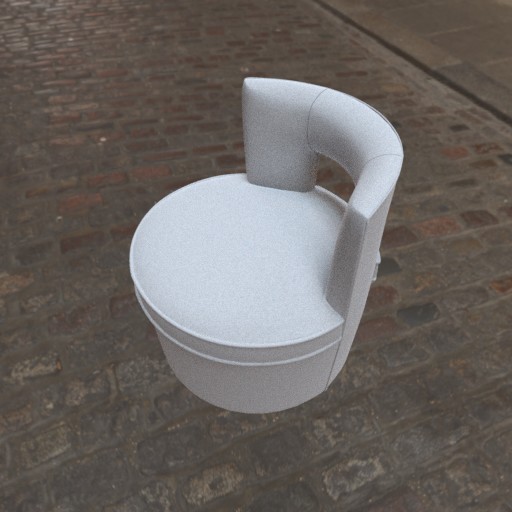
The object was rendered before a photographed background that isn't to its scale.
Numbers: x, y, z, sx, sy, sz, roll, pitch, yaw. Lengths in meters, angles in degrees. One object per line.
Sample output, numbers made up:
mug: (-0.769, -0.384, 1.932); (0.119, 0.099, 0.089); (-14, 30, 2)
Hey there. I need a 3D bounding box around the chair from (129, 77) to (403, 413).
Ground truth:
chair: (0.000, 0.000, 1.214); (0.665, 0.723, 0.650); (-16, 48, -15)
